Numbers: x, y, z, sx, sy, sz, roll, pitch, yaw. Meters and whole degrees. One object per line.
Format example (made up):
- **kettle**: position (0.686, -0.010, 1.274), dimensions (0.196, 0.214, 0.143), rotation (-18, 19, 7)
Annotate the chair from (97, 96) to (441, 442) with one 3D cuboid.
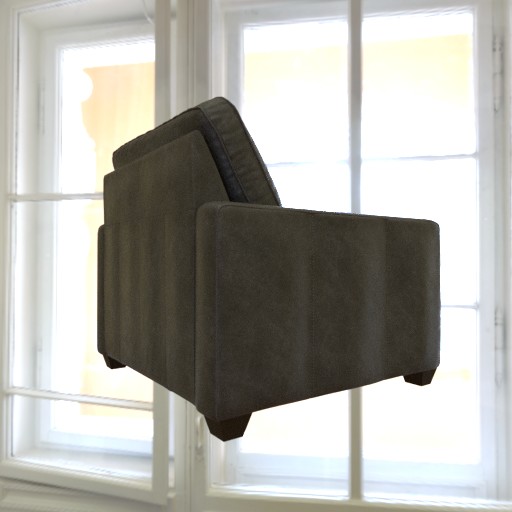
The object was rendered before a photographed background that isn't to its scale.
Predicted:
- **chair**: position (0.000, 0.000, 1.710), dimensions (0.939, 0.916, 1.006), rotation (0, 0, -36)
